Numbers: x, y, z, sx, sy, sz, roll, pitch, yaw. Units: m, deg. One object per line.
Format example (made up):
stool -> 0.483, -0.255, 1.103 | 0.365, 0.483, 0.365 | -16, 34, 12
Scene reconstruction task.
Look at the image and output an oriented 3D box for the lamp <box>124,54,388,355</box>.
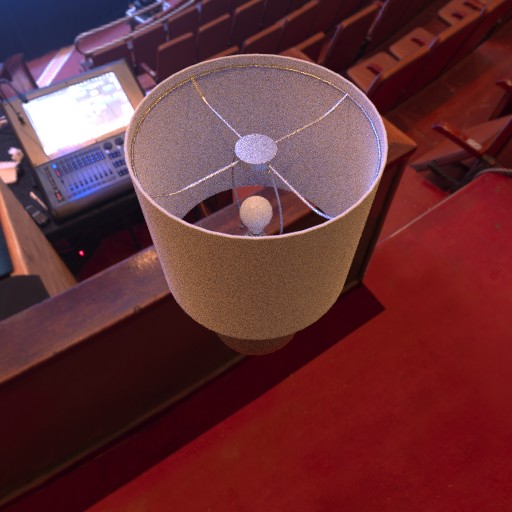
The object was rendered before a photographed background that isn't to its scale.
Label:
lamp -> 0.000, 0.000, 0.505 | 0.207, 0.366, 0.207 | -31, 63, -18
